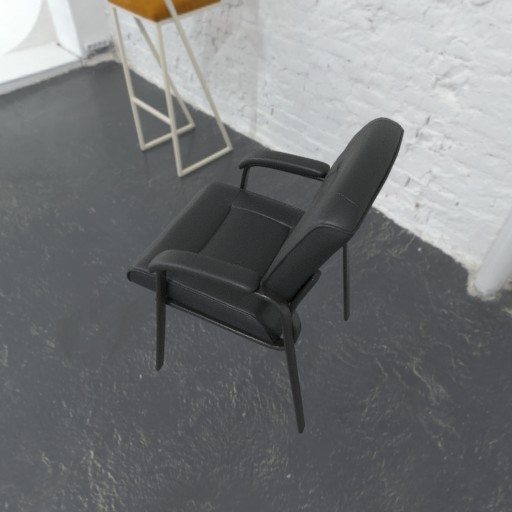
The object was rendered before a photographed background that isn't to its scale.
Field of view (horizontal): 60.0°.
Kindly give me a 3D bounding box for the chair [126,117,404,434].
[{"bbox_3d":[0.000,0.000,1.381,0.668,0.910,0.591,19,48,17],"label":"chair"}]
